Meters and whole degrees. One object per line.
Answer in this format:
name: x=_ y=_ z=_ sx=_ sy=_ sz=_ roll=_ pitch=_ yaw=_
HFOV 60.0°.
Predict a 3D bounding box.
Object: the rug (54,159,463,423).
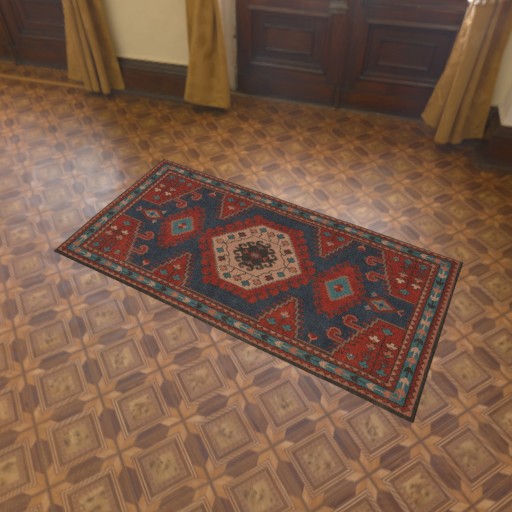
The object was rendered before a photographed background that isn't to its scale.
rug: x=0.000 y=0.000 z=3.660 sx=3.032 sy=0.034 sz=1.522 roll=22 pitch=50 yaw=19
